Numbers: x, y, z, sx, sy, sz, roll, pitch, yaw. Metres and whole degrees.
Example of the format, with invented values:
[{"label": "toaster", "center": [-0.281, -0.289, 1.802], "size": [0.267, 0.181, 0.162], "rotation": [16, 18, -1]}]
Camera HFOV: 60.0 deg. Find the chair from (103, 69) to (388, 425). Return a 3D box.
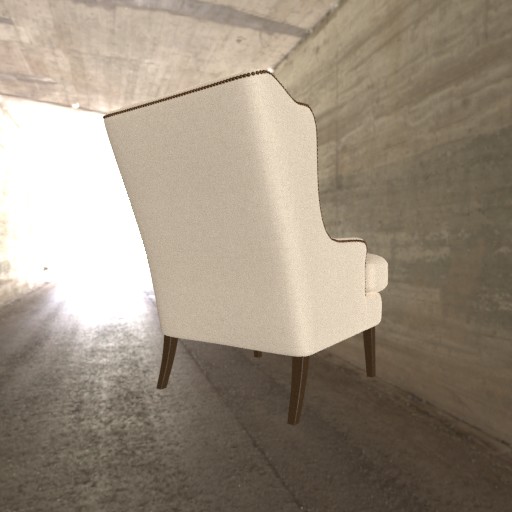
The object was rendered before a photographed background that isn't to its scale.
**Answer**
[{"label": "chair", "center": [0.000, 0.000, 1.715], "size": [0.737, 1.029, 0.940], "rotation": [0, 1, 36]}]
